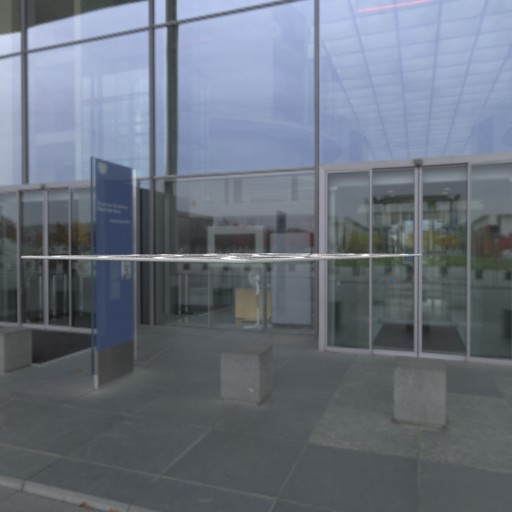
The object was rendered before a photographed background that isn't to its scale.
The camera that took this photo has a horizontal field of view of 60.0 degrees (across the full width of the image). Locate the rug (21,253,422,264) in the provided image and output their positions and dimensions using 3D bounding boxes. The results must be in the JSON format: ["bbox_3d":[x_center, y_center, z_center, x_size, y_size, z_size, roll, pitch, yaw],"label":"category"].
[{"bbox_3d":[0.000,0.000,2.905,1.526,0.014,2.290,1,1,35],"label":"rug"}]
